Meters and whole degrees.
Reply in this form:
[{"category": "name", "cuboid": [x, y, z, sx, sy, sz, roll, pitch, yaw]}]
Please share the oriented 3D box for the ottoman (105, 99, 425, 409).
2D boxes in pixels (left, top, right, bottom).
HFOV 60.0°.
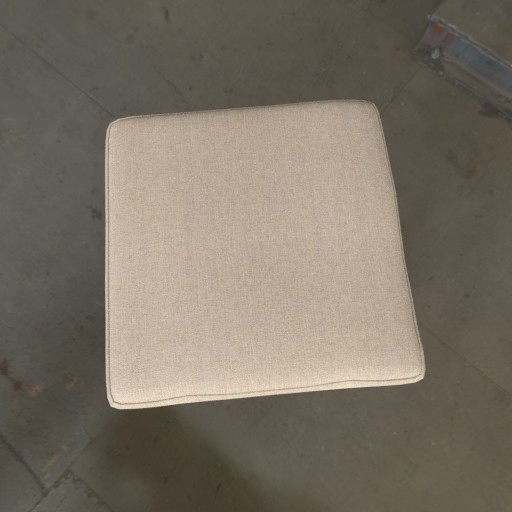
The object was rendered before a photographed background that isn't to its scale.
[{"category": "ottoman", "cuboid": [0.000, 0.000, 1.398, 0.838, 0.481, 0.838, -5, 75, -1]}]
